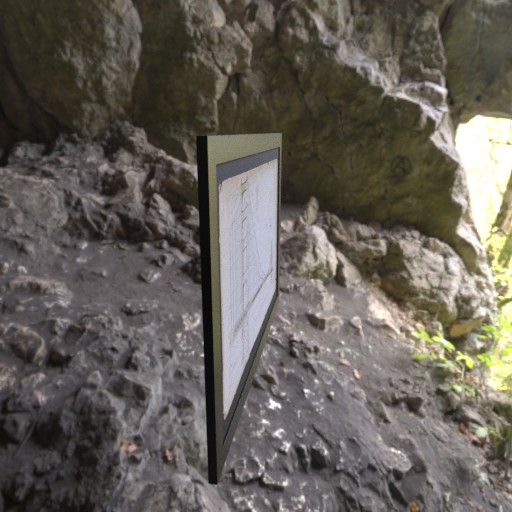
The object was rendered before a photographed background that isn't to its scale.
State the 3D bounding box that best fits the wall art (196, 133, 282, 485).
[{"bbox_3d":[0.000,0.000,0.841,0.013,0.447,0.660,3,16,10],"label":"wall art"}]
